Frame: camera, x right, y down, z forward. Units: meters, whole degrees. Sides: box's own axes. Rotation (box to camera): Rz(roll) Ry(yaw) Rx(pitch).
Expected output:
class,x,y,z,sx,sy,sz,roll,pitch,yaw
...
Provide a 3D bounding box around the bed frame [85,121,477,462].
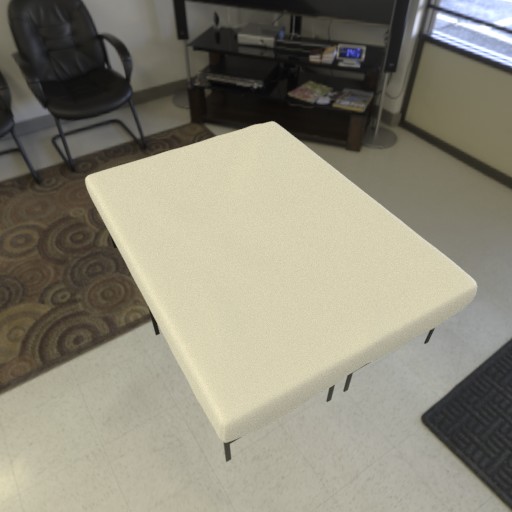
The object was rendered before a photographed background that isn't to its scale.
class,x,y,z,sx,sy,sz,roll,pitch,yaw
bed frame,0.000,0.000,2.917,1.584,0.667,2.151,-23,49,-21
